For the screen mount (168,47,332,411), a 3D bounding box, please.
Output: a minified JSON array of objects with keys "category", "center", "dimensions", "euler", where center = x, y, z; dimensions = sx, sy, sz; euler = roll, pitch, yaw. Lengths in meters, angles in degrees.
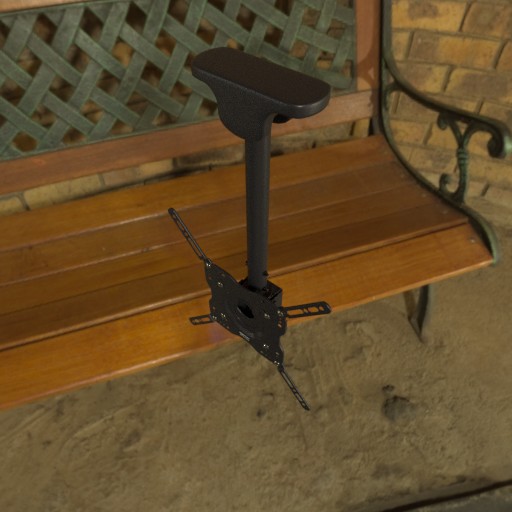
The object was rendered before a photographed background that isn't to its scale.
[{"category":"screen mount","center":[0.000,0.000,0.868],"dimensions":[0.393,0.729,0.090],"euler":[31,55,25]}]
